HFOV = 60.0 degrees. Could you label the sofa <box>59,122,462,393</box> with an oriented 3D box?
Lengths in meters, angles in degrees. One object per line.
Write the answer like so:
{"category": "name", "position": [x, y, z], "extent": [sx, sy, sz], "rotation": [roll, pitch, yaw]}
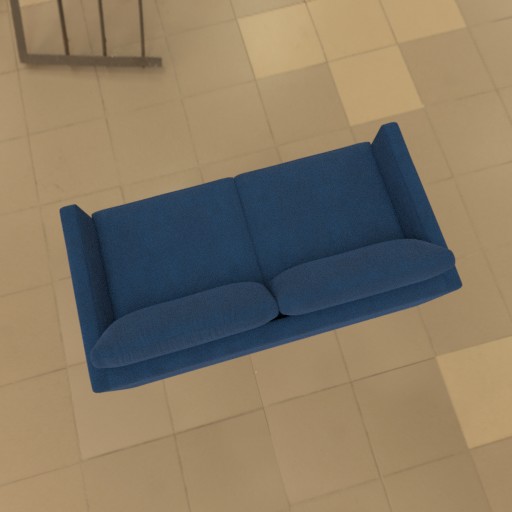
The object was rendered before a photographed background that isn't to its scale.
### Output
{"category": "sofa", "position": [0.000, 0.000, 2.187], "extent": [1.676, 0.817, 0.875], "rotation": [-15, 76, -4]}
